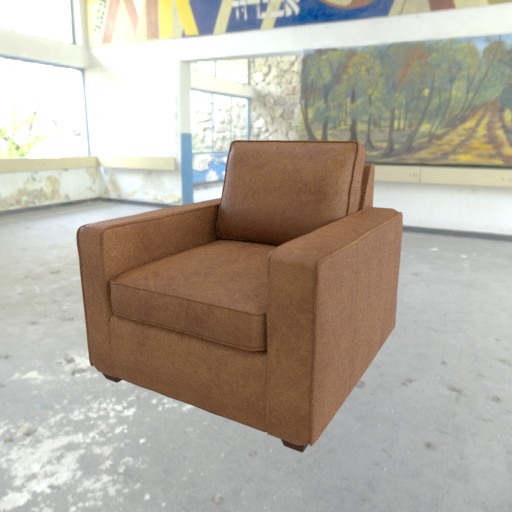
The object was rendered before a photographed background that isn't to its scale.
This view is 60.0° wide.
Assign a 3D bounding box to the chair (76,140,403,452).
[{"bbox_3d":[0.000,0.000,1.785,0.987,0.901,1.027,8,17,26],"label":"chair"}]
